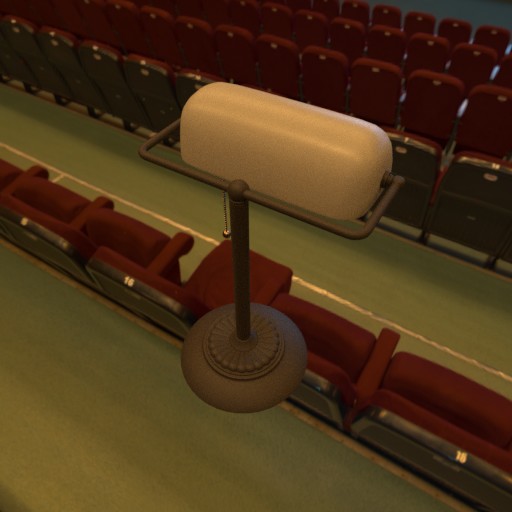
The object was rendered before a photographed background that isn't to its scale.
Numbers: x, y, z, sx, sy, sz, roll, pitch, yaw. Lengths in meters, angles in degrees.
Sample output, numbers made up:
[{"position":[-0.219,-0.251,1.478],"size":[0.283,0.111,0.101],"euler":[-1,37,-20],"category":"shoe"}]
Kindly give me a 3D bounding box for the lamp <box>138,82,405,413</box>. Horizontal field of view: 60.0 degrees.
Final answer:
[{"position":[0.000,0.000,0.526],"size":[0.264,0.339,0.243],"euler":[24,51,21],"category":"lamp"}]
